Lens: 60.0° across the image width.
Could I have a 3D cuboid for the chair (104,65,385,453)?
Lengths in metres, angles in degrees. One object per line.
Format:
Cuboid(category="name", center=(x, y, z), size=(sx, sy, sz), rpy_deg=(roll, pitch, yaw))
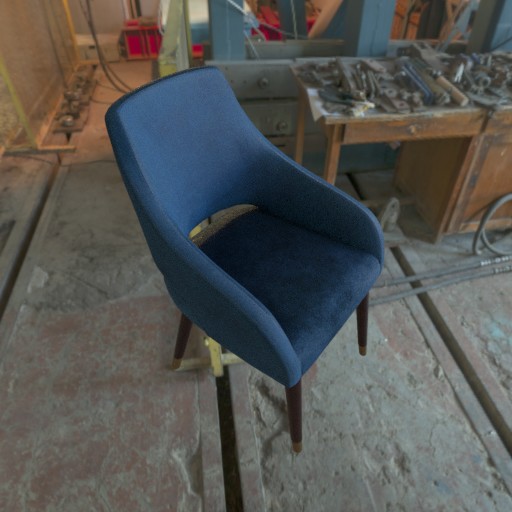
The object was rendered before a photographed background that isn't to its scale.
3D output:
Cuboid(category="chair", center=(0.000, 0.000, 1.574), size=(0.794, 1.081, 0.683), rpy_deg=(26, 47, 27))
